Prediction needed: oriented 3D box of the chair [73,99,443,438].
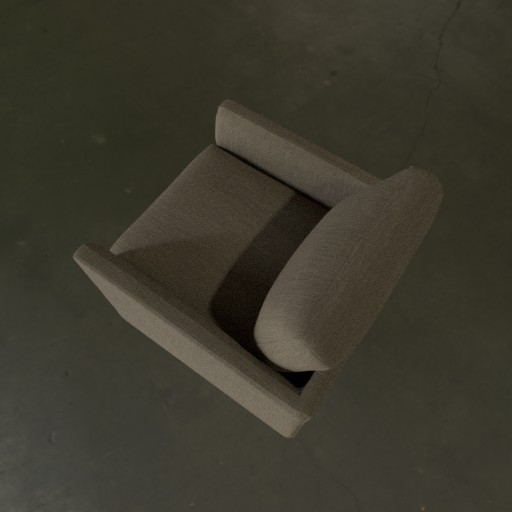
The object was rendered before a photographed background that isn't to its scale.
[{"bbox_3d":[0.000,0.000,1.474,0.834,0.811,0.763,32,68,15],"label":"chair"}]
